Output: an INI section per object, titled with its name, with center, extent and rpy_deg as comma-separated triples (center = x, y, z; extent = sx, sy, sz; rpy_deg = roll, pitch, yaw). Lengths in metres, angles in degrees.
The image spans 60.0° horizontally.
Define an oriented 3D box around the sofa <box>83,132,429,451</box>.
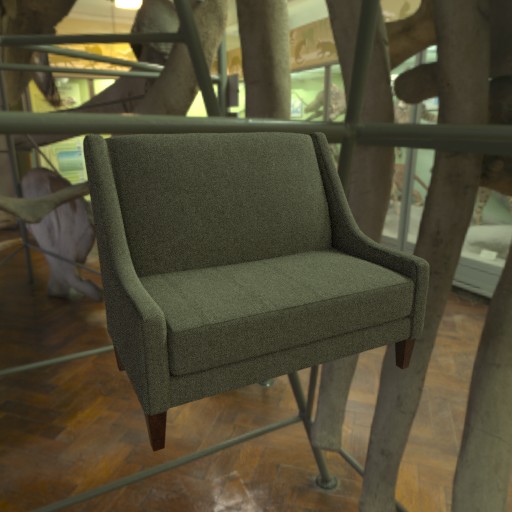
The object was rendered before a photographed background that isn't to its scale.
[sofa]
center = 0.000, 0.000, 1.925
extent = 1.242, 1.021, 0.870
rpy_deg = -8, 19, -26
